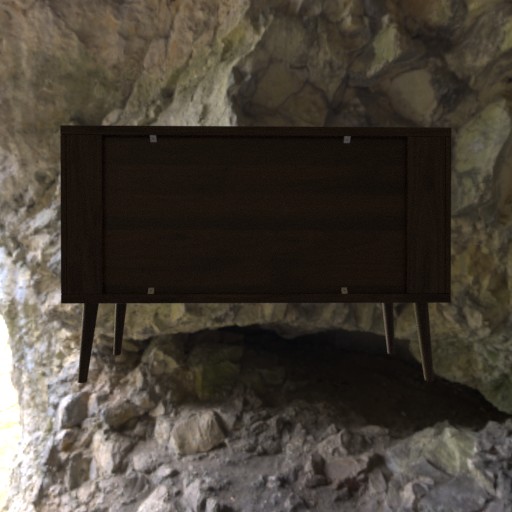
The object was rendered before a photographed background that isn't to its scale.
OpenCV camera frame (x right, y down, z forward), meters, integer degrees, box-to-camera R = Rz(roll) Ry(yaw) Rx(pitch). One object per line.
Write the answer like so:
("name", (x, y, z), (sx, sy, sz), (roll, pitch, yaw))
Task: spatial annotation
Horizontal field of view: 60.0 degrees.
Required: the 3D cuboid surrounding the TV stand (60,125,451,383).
("TV stand", (0.000, 0.000, 1.326), (0.990, 0.660, 0.405), (0, 0, -1))
